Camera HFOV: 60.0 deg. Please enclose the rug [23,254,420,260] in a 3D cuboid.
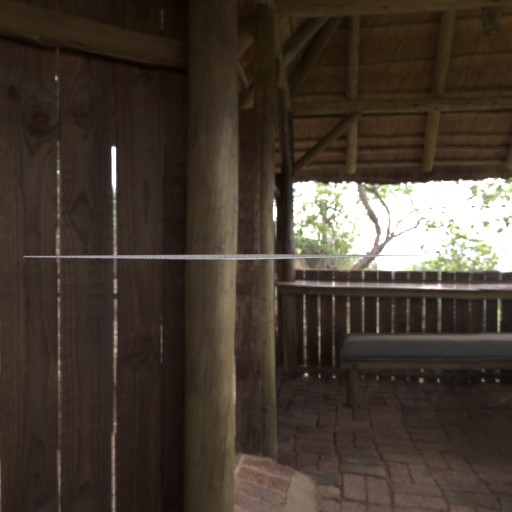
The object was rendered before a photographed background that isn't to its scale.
[{"bbox_3d":[0.000,0.000,3.058,1.523,0.008,2.438,0,1,36],"label":"rug"}]
